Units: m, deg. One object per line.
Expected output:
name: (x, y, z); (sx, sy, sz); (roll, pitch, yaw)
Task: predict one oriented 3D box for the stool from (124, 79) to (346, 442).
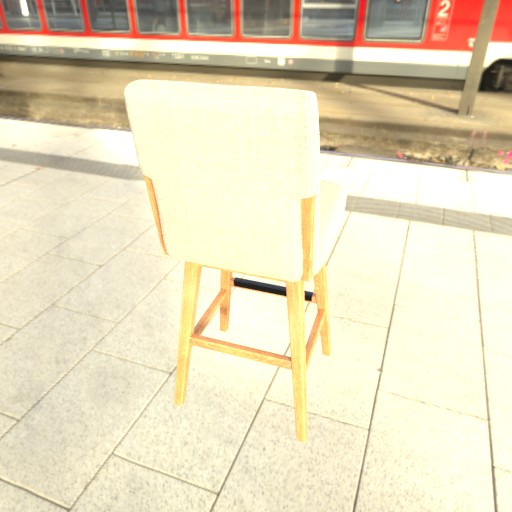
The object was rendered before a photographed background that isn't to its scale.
stool: (0.000, 0.000, 1.394); (0.483, 1.106, 0.569); (10, 33, 16)
